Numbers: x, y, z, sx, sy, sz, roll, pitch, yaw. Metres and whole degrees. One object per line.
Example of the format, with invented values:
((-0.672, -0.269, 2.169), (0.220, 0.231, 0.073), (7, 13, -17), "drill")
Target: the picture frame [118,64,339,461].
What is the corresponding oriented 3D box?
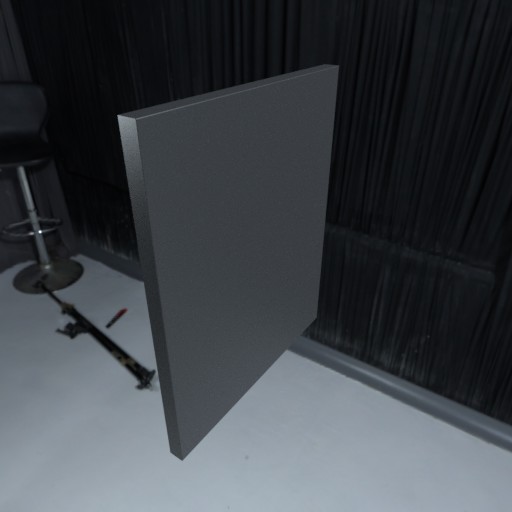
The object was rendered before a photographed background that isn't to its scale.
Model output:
((0.000, 0.000, 0.759), (0.028, 0.556, 0.460), (20, 36, 30), "picture frame")
